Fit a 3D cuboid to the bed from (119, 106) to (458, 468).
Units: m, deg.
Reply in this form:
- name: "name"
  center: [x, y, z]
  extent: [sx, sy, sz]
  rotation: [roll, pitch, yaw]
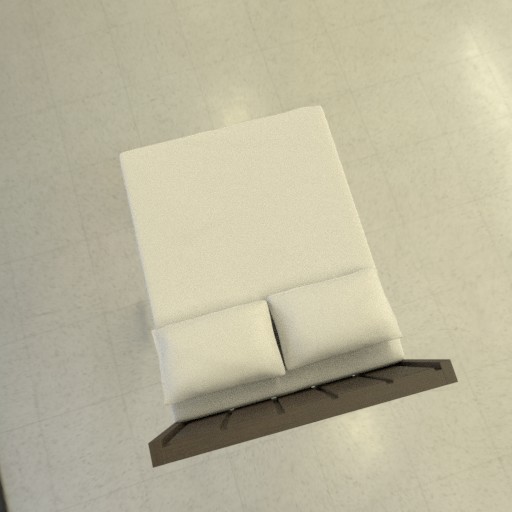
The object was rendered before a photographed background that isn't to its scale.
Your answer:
- name: "bed"
  center: [0.000, 0.000, 3.270]
  extent: [1.727, 1.270, 2.242]
  rotation: [-14, 77, -3]
